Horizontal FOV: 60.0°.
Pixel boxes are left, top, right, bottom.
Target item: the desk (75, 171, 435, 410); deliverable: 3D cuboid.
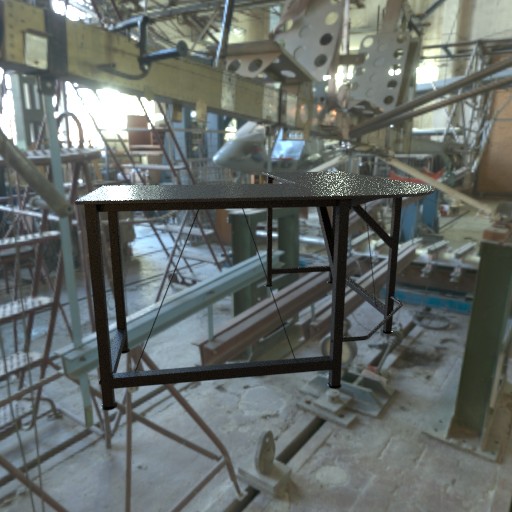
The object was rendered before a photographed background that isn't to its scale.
[{"bbox_3d":[0.000,0.000,2.276,1.400,0.762,1.400,-2,14,-9],"label":"desk"}]
